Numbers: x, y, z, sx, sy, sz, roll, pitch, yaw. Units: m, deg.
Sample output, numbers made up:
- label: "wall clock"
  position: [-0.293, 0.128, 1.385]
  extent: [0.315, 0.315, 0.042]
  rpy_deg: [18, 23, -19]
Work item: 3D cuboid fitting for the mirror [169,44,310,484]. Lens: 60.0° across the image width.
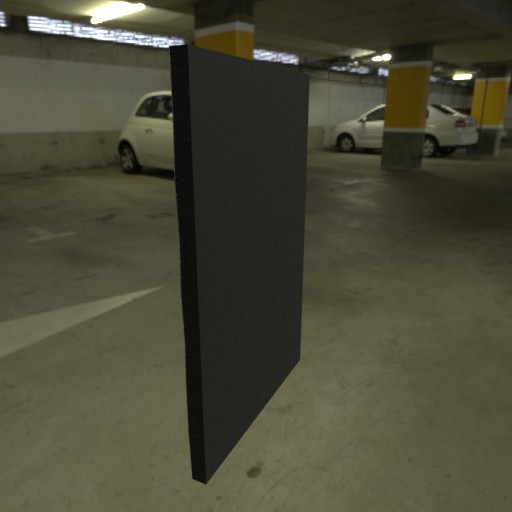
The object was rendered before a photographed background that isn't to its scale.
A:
- label: "mirror"
  position: [0.000, 0.000, 1.140]
  extent: [0.044, 0.912, 0.606]
  rpy_deg: [8, 19, 25]
